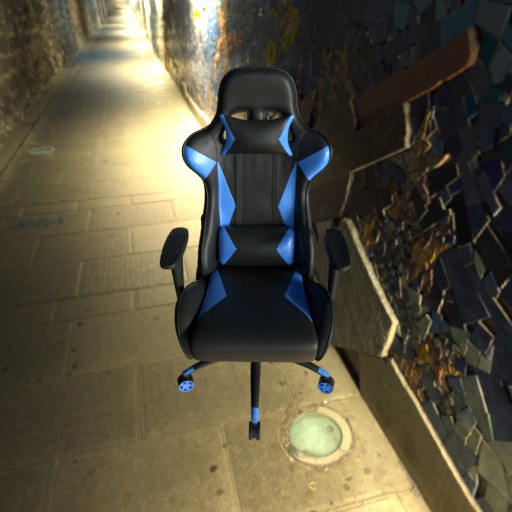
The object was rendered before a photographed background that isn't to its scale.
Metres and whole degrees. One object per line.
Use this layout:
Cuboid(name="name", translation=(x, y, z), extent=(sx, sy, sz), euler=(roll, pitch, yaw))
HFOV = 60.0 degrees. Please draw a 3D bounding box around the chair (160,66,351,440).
Cuboid(name="chair", translation=(0.000, 0.000, 1.705), extent=(0.695, 1.282, 0.730), euler=(1, 31, 1))
